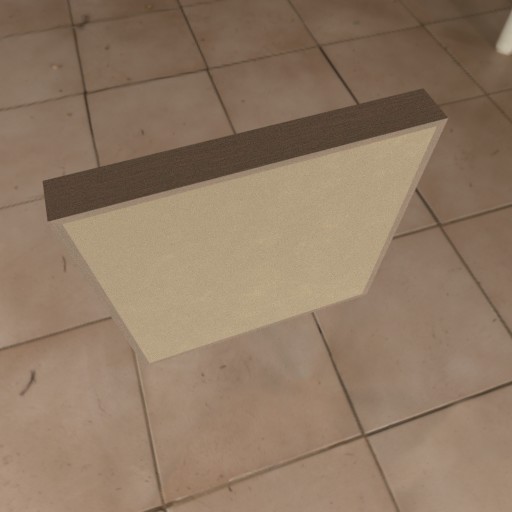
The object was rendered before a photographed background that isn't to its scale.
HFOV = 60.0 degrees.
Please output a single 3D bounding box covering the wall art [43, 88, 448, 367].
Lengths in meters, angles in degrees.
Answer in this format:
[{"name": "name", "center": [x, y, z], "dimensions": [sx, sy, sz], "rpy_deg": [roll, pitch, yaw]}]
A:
[{"name": "wall art", "center": [0.000, 0.000, 0.457], "dimensions": [0.304, 0.303, 0.038], "rpy_deg": [-16, 60, -10]}]
